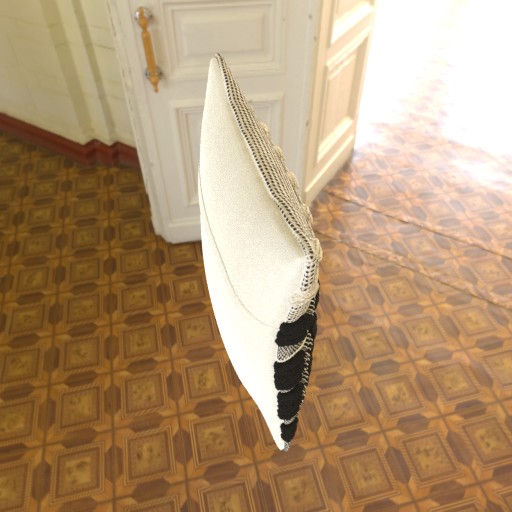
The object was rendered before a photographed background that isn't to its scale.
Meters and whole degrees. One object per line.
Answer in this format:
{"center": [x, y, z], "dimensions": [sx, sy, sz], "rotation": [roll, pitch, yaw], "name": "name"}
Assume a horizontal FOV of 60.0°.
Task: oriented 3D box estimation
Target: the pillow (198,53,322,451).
{"center": [0.000, 0.000, 0.670], "dimensions": [0.156, 0.438, 0.436], "rotation": [-10, 47, -10], "name": "pillow"}
